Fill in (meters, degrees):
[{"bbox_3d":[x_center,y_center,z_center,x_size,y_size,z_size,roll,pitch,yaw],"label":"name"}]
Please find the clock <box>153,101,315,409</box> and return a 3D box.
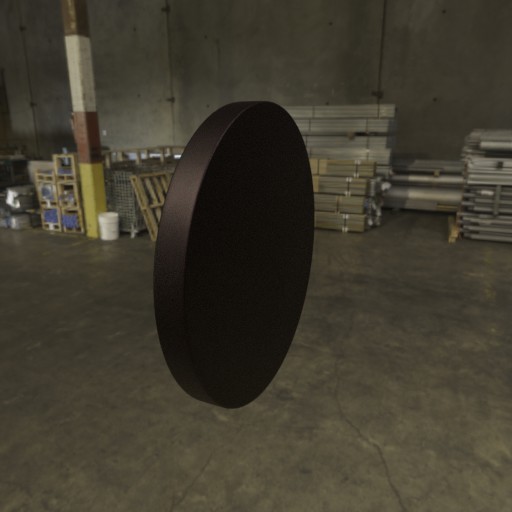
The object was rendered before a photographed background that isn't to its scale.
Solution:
[{"bbox_3d":[0.000,0.000,0.475,0.029,0.314,0.314,7,18,24],"label":"clock"}]
